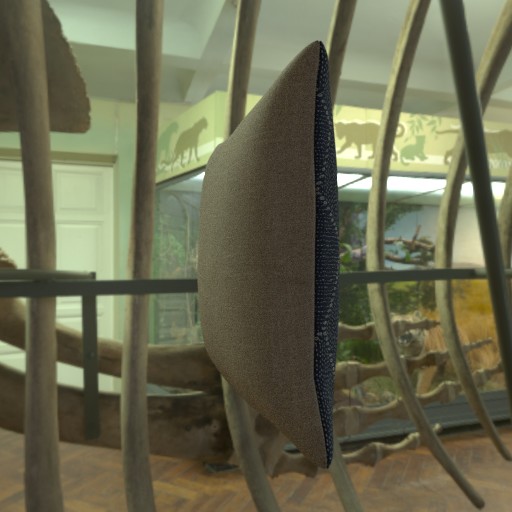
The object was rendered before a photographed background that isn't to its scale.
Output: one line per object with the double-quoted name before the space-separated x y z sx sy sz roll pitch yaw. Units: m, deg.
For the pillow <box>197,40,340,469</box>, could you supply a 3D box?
"pillow" 0.000 0.000 0.645 0.148 0.428 0.435 0 -1 -18
